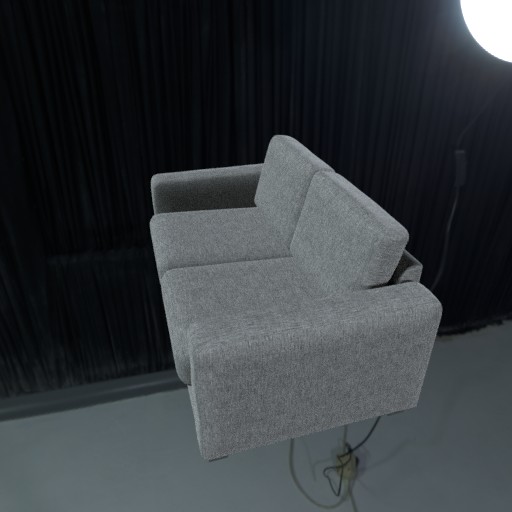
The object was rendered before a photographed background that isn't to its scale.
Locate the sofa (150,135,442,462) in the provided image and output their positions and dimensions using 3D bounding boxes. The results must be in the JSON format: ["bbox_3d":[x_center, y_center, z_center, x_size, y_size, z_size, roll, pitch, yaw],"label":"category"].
[{"bbox_3d":[0.000,0.000,2.075,0.900,0.800,1.520,-9,32,-14],"label":"sofa"}]
